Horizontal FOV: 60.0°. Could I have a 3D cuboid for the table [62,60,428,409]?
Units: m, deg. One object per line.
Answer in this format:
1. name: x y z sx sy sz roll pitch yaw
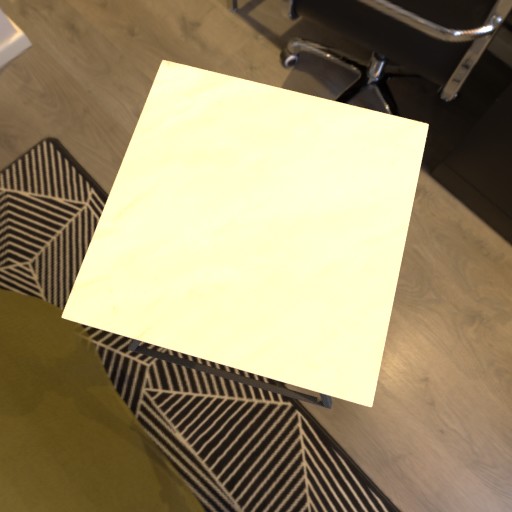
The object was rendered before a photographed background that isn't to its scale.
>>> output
1. table: 0.000 0.000 0.813 0.455 0.431 0.455 15 75 4
